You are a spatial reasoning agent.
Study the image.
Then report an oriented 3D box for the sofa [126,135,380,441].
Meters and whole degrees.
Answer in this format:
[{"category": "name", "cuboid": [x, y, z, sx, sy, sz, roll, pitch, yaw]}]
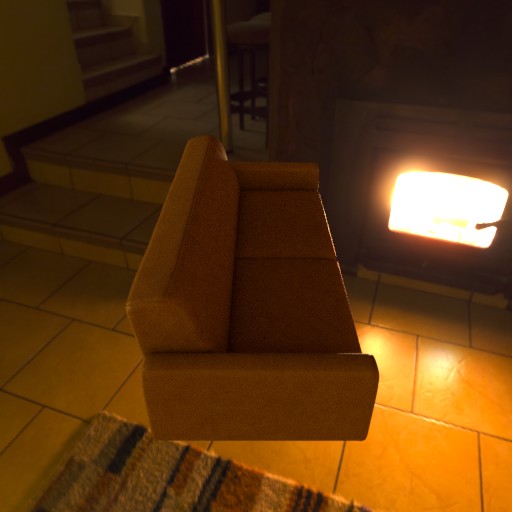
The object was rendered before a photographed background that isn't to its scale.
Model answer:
[{"category": "sofa", "cuboid": [0.000, 0.000, 2.650, 0.980, 0.892, 2.137, 0, 33, 0]}]
